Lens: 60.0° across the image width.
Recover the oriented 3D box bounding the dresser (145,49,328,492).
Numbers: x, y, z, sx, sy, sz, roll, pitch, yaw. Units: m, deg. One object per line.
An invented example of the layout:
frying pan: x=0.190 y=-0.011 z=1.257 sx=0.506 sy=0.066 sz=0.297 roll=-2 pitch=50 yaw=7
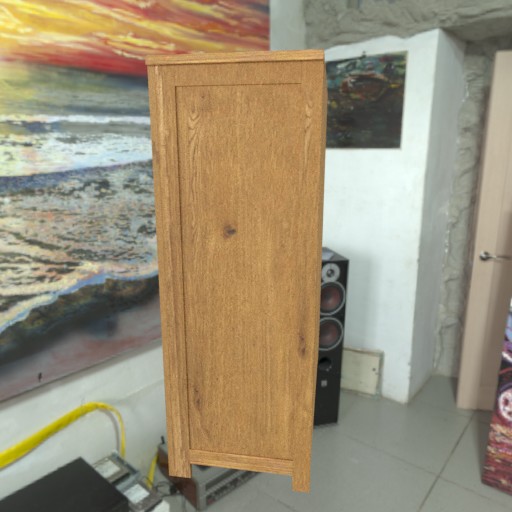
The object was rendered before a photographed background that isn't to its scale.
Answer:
dresser: x=0.000 y=0.000 z=1.930 sx=0.558 sy=1.431 sz=1.081 roll=2 pitch=14 yaw=9
